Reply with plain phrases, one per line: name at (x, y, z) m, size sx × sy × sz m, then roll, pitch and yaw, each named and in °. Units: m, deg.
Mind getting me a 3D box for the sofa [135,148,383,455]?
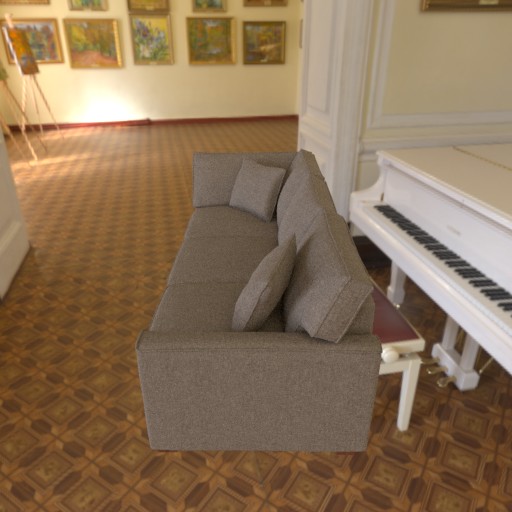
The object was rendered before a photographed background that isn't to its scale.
sofa at (0.000, 0.000, 2.871) m, size 1.061 × 0.962 × 2.317 m, roll 0°, pitch 27°, yaw 1°
